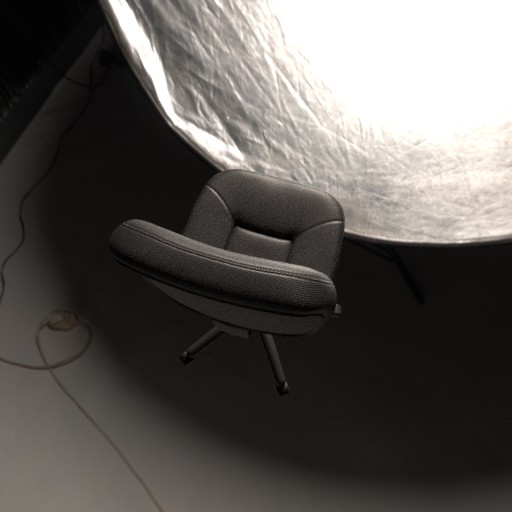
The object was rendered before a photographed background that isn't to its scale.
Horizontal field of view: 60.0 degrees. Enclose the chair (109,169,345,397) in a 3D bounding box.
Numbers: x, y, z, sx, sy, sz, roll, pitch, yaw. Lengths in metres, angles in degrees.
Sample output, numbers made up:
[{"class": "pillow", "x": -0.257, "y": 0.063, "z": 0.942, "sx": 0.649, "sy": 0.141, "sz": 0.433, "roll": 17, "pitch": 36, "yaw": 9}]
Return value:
[{"class": "chair", "x": 0.000, "y": 0.000, "z": 1.324, "sx": 0.647, "sy": 0.959, "sz": 0.646, "roll": 16, "pitch": 64, "yaw": 8}]
